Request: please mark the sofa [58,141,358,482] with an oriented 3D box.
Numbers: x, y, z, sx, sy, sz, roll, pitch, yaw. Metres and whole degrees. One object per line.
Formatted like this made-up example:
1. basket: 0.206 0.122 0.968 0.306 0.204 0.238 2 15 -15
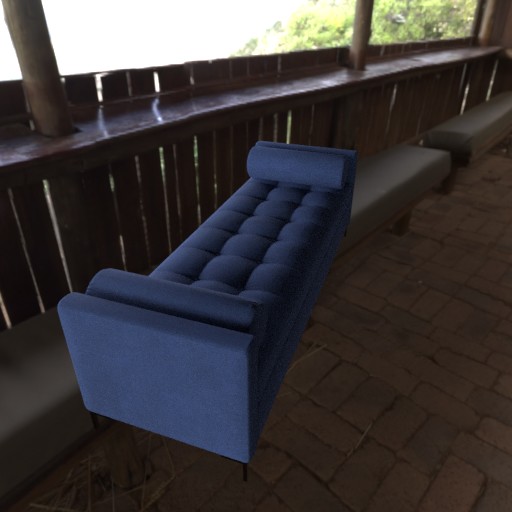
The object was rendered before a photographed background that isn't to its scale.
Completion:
1. sofa: 0.000 0.000 2.298 0.686 0.635 1.981 11 32 17
